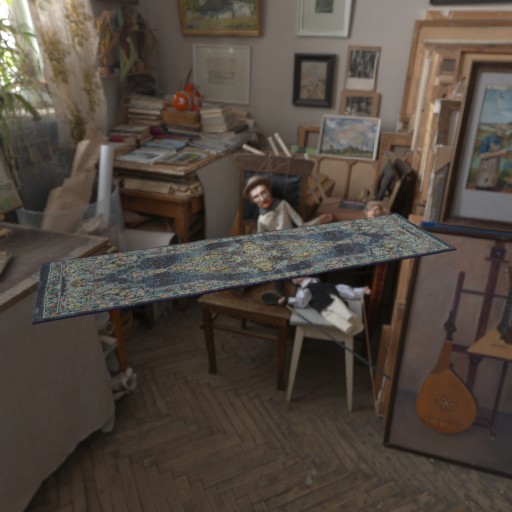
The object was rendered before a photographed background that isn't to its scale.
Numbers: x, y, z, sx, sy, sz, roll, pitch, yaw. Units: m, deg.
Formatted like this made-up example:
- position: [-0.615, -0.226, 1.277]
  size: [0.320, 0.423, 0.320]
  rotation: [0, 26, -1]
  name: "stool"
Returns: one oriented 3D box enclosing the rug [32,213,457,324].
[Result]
- position: [0.000, 0.000, 2.509]
  size: [2.283, 0.016, 0.602]
  rotation: [-9, 28, -17]
  name: "rug"
